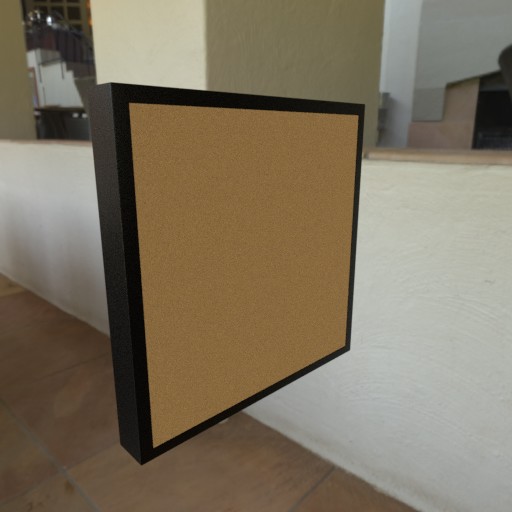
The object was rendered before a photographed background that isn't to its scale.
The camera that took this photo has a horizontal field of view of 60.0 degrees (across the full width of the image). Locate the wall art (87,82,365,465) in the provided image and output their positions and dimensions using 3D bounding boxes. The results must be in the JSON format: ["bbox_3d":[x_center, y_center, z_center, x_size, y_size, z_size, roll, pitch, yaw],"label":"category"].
[{"bbox_3d":[0.000,0.000,0.442,0.299,0.299,0.037,-14,21,-42],"label":"wall art"}]
